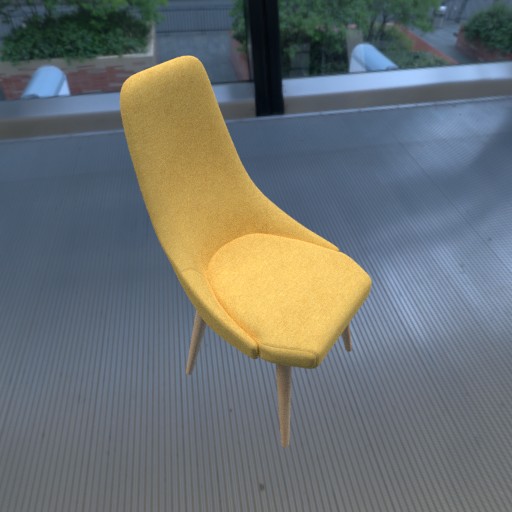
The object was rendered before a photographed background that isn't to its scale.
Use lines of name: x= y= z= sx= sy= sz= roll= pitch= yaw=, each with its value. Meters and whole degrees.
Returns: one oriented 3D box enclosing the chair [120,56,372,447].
chair: x=0.000 y=0.000 z=1.387 sx=0.660 sy=1.040 sz=0.510 roll=25 pitch=47 yaw=26
